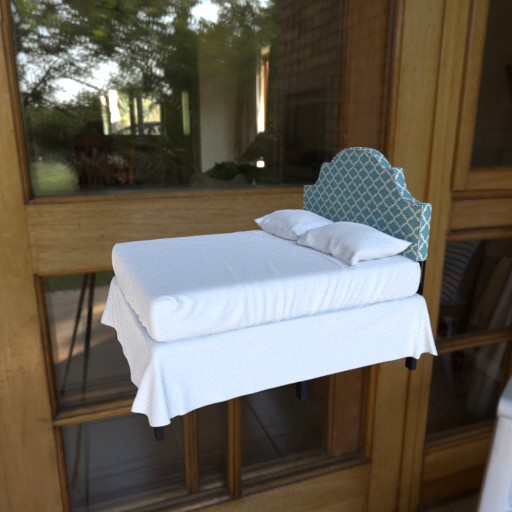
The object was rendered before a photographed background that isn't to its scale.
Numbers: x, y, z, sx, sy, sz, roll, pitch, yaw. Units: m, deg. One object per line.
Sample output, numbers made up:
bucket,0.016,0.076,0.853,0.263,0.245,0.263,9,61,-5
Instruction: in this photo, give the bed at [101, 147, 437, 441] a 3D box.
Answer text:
bed,0.000,0.000,3.436,2.222,1.633,1.780,-7,16,-24
